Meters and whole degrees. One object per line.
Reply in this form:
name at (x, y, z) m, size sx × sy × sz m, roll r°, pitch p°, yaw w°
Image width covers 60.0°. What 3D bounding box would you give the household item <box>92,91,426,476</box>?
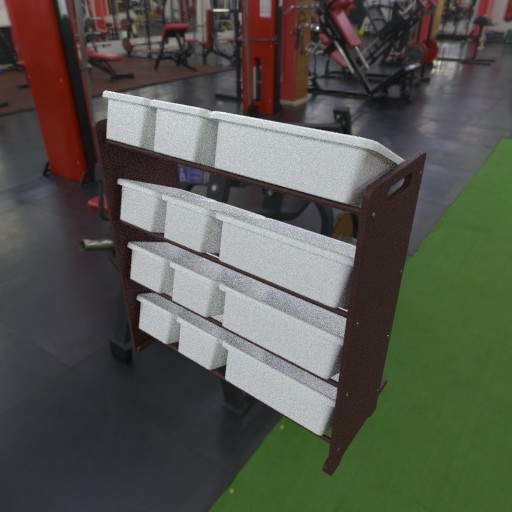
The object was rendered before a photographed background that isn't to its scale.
household item at (0.000, 0.000, 1.262) m, size 0.787 × 0.864 × 0.389 m, roll 21°, pitch 37°, yaw 32°
